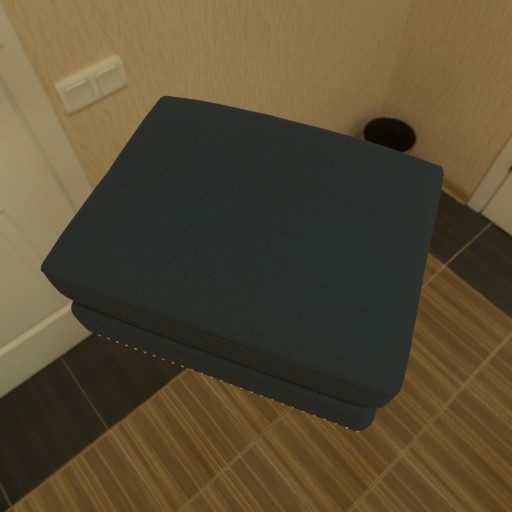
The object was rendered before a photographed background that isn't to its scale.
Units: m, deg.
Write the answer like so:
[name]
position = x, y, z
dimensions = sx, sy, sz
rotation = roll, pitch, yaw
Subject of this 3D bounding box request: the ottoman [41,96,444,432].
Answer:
[ottoman]
position = 0.000, 0.000, 1.112
dimensions = 0.741, 0.513, 0.584
rotation = 17, 61, 10
